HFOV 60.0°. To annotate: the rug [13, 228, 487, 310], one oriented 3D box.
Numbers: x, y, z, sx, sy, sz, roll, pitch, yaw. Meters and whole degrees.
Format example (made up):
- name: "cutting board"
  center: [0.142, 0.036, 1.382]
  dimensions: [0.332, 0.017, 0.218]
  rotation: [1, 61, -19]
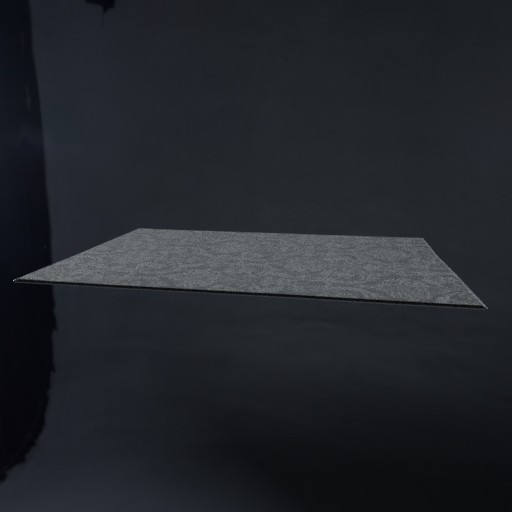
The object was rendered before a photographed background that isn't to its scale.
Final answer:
- name: "rug"
  center: [0.000, 0.000, 3.383]
  dimensions: [2.746, 0.018, 1.819]
  rotation: [2, 14, 10]
